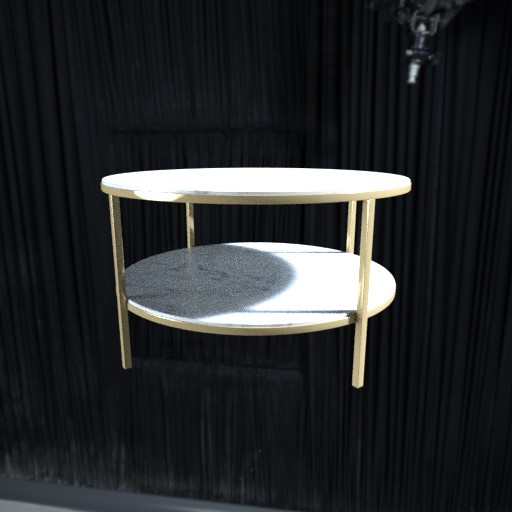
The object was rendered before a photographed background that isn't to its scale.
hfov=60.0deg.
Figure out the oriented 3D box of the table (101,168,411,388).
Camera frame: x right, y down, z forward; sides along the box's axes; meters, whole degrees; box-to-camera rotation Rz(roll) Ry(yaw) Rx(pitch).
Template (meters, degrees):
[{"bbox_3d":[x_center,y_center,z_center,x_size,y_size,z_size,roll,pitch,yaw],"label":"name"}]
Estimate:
[{"bbox_3d":[0.000,0.000,1.260,0.800,0.450,0.800,0,14,0],"label":"table"}]
